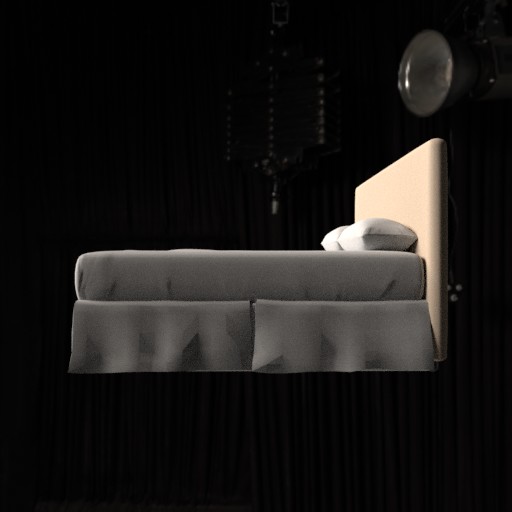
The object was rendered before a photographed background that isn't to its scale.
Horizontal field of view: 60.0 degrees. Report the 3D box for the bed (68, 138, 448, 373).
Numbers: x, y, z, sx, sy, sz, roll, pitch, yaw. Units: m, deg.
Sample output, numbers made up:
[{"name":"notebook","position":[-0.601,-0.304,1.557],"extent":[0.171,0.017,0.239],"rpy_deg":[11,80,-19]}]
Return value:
[{"name":"bed","position":[0.000,0.000,3.350],"extent":[2.142,1.330,1.884],"rpy_deg":[0,0,0]}]
